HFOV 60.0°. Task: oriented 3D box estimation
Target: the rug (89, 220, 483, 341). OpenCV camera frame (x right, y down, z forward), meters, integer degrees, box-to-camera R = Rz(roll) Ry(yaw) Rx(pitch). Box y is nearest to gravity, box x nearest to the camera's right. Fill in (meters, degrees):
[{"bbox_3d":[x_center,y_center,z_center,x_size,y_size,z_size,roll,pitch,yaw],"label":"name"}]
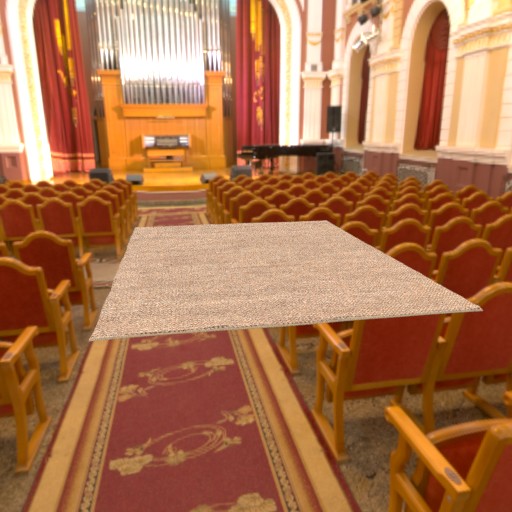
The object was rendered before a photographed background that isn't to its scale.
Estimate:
[{"bbox_3d":[0.000,0.000,4.092,2.429,0.030,3.052,-3,16,-10],"label":"rug"}]
